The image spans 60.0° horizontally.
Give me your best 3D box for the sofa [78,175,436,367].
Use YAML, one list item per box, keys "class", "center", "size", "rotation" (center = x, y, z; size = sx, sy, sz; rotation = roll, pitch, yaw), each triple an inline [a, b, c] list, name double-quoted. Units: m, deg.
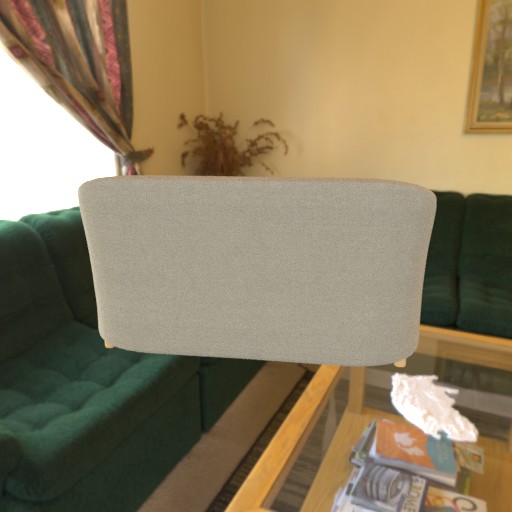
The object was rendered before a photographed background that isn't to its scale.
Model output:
- class: "sofa"
  center: [0.000, 0.000, 1.885]
  size: [1.452, 0.721, 0.705]
  rotation: [2, 15, 7]
